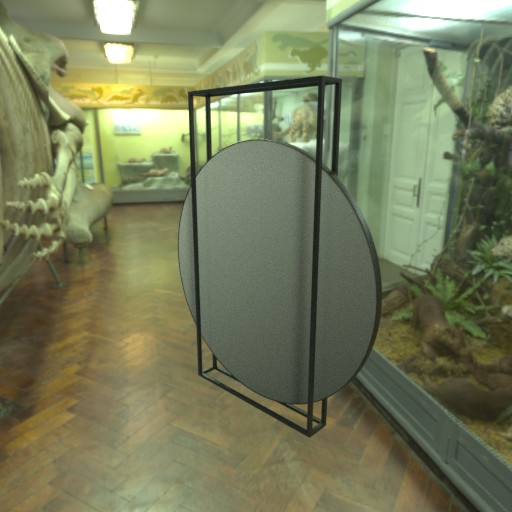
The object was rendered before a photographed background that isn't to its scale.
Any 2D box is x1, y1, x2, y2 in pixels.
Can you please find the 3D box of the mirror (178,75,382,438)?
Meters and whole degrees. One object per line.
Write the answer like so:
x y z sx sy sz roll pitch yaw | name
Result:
0.000 0.000 0.836 0.508 0.603 0.051 14 20 42 | mirror
